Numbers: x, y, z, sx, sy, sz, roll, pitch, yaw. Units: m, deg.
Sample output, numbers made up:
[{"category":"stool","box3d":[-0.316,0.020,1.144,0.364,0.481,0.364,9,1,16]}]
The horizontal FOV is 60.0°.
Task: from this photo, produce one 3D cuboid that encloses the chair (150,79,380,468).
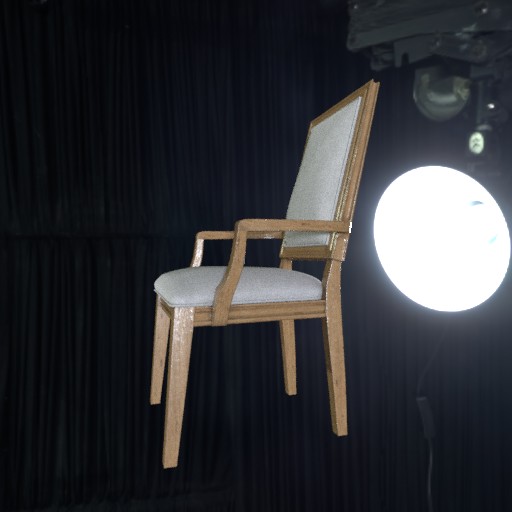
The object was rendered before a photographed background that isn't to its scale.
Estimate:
[{"category":"chair","box3d":[0.000,0.000,1.359,0.602,0.990,0.606,0,0,-17]}]
